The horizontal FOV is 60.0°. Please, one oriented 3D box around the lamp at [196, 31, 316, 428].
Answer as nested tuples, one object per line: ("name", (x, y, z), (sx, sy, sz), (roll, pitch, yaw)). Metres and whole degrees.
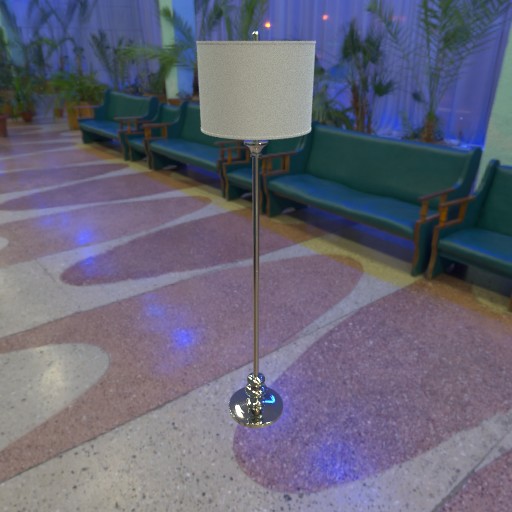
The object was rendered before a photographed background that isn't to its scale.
("lamp", (0.000, 0.000, 1.643), (0.356, 1.487, 0.356), (-18, 31, -32))
